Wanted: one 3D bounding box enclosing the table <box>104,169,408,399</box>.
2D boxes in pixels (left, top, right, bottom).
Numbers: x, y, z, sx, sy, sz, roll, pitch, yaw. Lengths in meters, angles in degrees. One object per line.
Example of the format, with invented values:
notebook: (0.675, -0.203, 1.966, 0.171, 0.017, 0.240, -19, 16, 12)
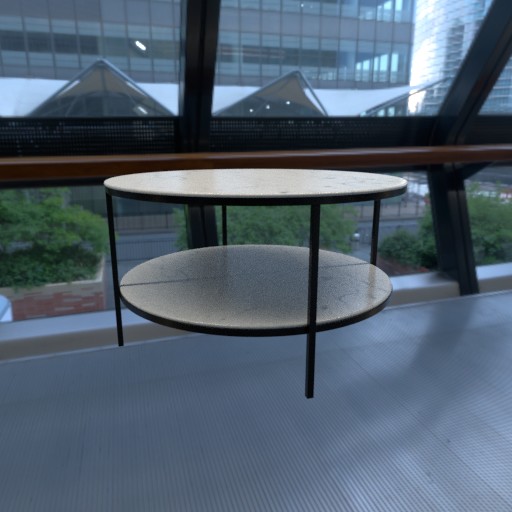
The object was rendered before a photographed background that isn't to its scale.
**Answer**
table: (0.000, 0.000, 1.283, 0.800, 0.450, 0.800, 0, 14, 0)
